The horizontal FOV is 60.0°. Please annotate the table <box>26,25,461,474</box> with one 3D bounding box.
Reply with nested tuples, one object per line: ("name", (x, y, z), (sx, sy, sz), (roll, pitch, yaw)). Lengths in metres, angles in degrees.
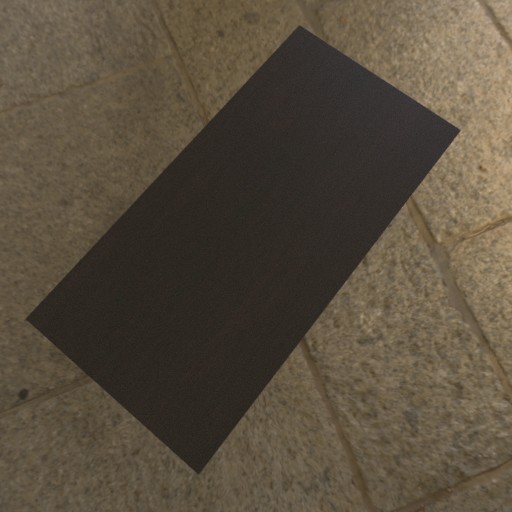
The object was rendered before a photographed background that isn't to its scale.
("table", (0.000, 0.000, 1.347), (0.499, 0.660, 0.991), (38, 78, 9))
